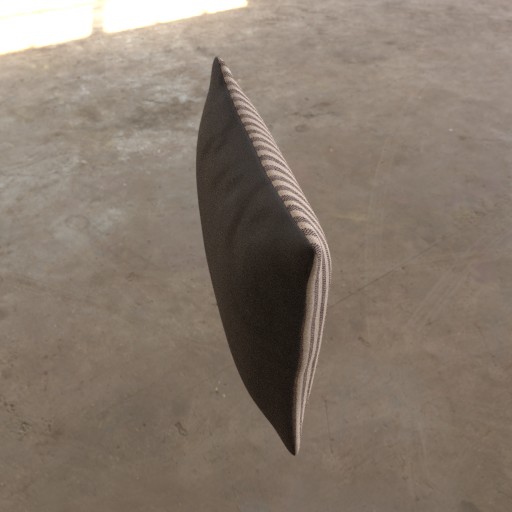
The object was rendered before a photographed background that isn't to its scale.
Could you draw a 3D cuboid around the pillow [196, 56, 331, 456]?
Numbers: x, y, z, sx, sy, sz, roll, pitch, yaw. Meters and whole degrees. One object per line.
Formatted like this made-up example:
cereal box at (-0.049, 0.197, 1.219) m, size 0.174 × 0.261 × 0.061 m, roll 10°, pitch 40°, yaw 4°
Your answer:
pillow at (0.000, 0.000, 0.789) m, size 0.166 × 0.506 × 0.523 m, roll -10°, pitch 46°, yaw -10°
